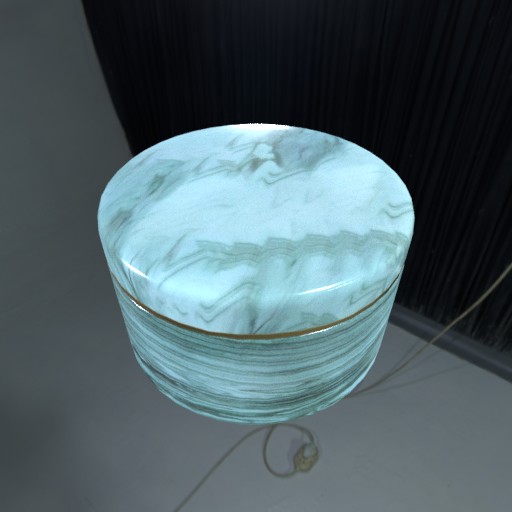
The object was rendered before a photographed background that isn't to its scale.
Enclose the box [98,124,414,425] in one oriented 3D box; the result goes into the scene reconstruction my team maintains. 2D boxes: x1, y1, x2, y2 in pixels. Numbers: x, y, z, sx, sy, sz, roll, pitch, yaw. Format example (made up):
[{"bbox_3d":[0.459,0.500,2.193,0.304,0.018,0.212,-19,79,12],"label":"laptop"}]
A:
[{"bbox_3d":[0.000,0.000,0.163,0.101,0.063,0.101,0,41,0],"label":"box"}]
